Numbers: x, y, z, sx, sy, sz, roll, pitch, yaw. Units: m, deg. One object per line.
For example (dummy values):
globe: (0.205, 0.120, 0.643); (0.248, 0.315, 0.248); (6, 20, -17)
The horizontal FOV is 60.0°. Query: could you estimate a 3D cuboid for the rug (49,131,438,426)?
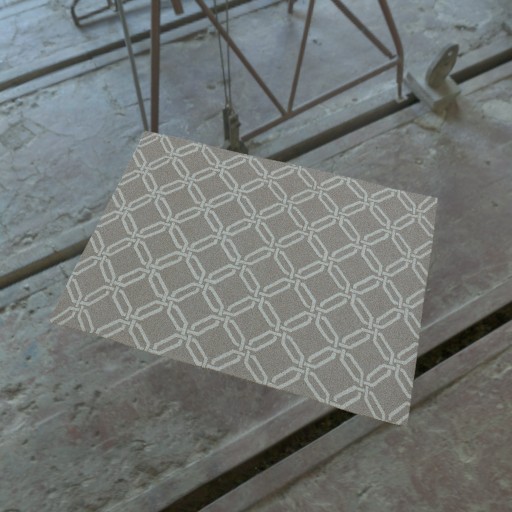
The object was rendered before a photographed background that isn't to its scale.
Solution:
rug: (0.000, 0.000, 2.811); (2.135, 0.013, 1.524); (14, 65, 7)
